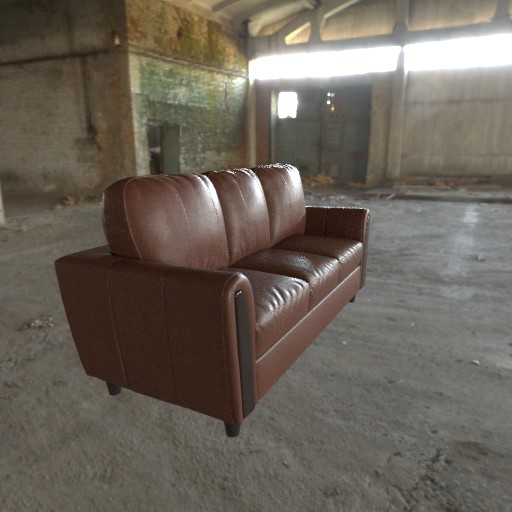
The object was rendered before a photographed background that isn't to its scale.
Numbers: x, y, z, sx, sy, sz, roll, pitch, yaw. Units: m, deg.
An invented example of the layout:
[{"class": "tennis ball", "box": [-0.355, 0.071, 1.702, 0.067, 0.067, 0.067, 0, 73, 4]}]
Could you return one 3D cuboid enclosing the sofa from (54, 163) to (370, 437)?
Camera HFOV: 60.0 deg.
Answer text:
[{"class": "sofa", "box": [0.000, 0.000, 2.340, 0.802, 0.915, 1.862, 7, 15, 26]}]
